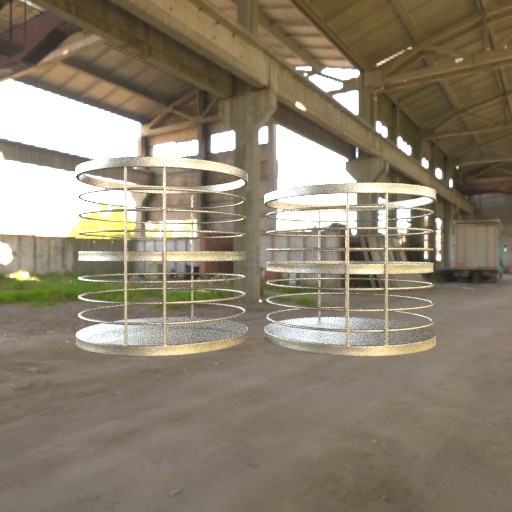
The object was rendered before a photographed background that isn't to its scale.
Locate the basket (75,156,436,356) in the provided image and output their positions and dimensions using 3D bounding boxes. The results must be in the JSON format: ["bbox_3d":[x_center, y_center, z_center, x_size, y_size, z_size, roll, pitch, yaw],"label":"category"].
[{"bbox_3d":[0.000,0.000,0.951,0.746,0.351,0.356,0,0,0],"label":"basket"}]
